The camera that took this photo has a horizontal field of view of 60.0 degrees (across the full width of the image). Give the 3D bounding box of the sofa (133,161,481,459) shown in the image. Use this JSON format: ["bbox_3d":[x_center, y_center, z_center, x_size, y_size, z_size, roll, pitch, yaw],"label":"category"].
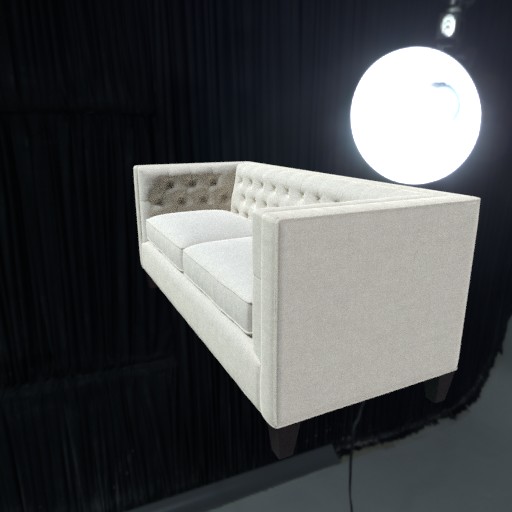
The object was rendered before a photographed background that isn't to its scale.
[{"bbox_3d":[0.000,0.000,2.140,0.775,0.762,1.778,-8,18,-25],"label":"sofa"}]
